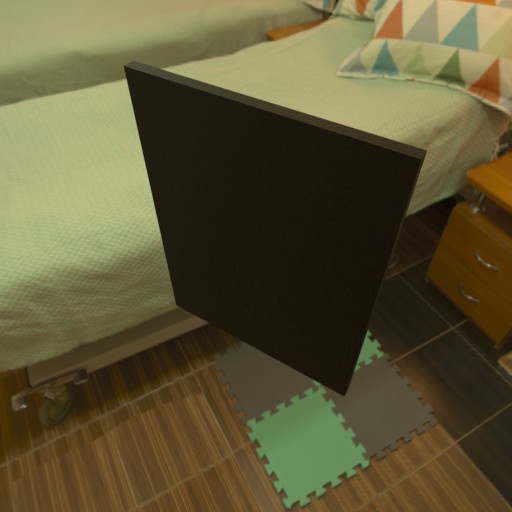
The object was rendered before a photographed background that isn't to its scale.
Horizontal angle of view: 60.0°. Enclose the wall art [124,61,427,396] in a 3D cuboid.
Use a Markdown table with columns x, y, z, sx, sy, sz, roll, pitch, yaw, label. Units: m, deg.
| x | y | z | sx | sy | sz | roll | pitch | yaw | label |
| --- | --- | --- | --- | --- | --- | --- | --- | --- | --- |
| 0.000 | 0.000 | 1.434 | 0.806 | 1.062 | 0.038 | 25 | 52 | 21 | wall art |
